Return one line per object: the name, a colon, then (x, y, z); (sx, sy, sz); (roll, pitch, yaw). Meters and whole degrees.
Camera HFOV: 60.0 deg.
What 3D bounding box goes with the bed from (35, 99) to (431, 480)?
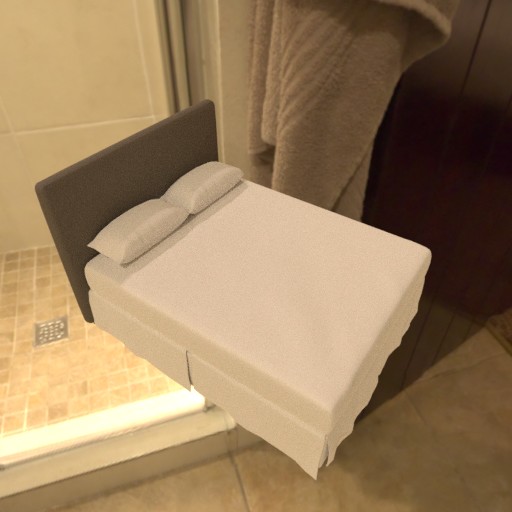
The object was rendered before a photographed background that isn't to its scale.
bed: (0.000, 0.000, 3.162); (2.142, 1.330, 1.723); (25, 47, 26)
